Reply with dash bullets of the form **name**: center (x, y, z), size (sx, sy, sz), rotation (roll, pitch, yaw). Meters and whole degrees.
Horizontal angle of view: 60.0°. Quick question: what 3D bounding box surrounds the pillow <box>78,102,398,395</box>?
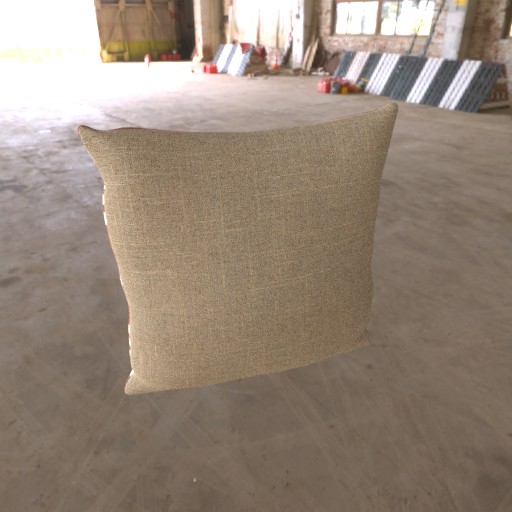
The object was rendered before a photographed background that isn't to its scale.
- **pillow**: center (0.000, 0.000, 0.670), size (0.439, 0.427, 0.182), rotation (-8, 29, -15)
